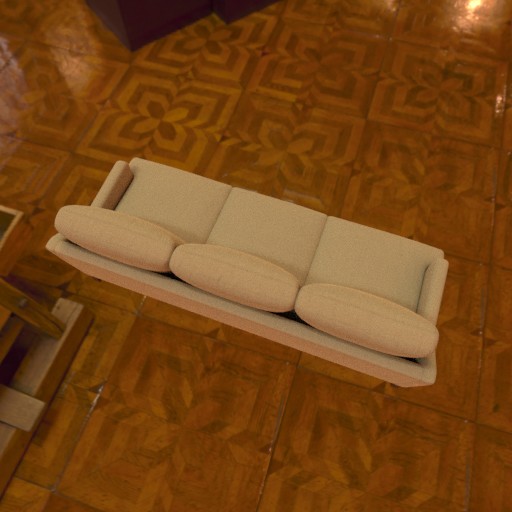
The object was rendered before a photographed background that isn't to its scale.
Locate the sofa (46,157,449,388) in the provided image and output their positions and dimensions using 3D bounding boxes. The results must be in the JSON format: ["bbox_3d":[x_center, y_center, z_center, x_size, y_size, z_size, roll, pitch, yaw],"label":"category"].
[{"bbox_3d":[0.000,0.000,2.858,2.321,0.913,1.000,18,64,9],"label":"sofa"}]
